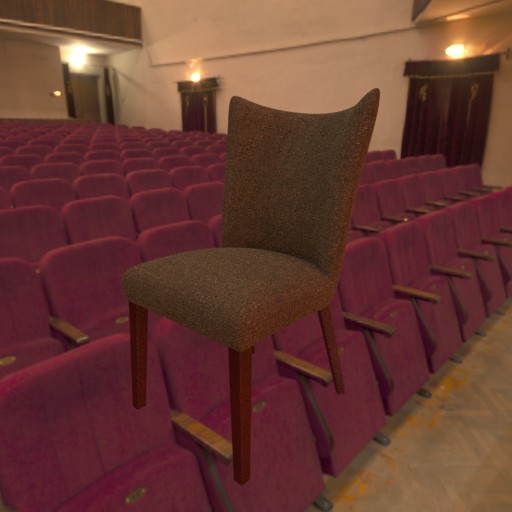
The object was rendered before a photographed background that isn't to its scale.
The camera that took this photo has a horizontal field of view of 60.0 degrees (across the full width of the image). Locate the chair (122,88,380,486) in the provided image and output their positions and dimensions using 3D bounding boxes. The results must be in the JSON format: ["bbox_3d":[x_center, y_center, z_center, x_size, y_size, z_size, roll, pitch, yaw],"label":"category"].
[{"bbox_3d":[0.000,0.000,1.301,0.535,0.924,0.623,14,22,40],"label":"chair"}]
